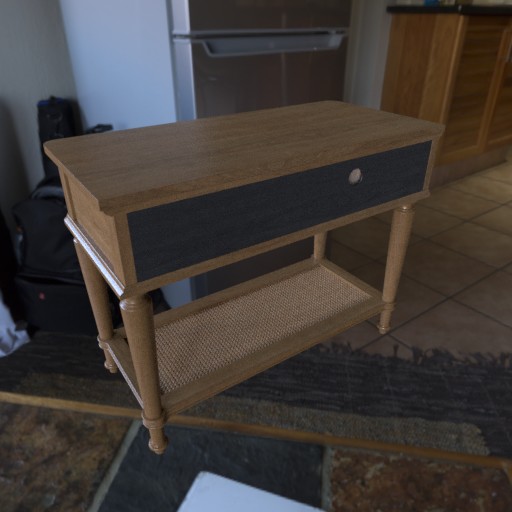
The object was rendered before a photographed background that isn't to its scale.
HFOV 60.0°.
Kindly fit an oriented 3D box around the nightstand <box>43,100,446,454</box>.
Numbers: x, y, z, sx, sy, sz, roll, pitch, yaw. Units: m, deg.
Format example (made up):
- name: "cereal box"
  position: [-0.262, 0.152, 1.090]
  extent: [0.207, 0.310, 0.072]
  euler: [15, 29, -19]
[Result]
- name: "nightstand"
  position: [0.000, 0.000, 1.268]
  extent: [0.914, 0.700, 0.432]
  euler: [-19, 35, -29]
